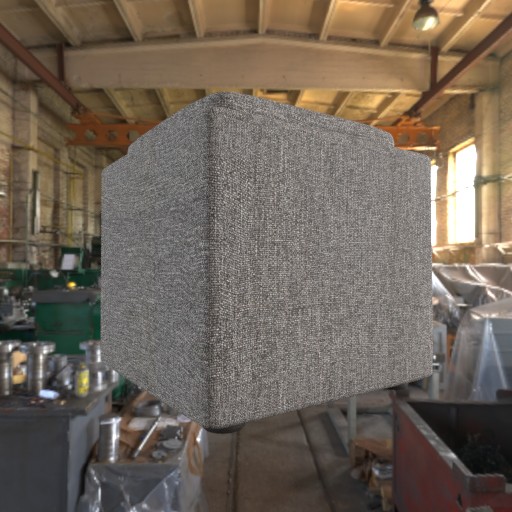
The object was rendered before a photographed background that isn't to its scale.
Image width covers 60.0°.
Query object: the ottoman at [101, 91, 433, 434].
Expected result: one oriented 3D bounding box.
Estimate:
[{"bbox_3d":[0.000,0.000,0.825,0.450,0.460,0.450,1,-1,-35],"label":"ottoman"}]
